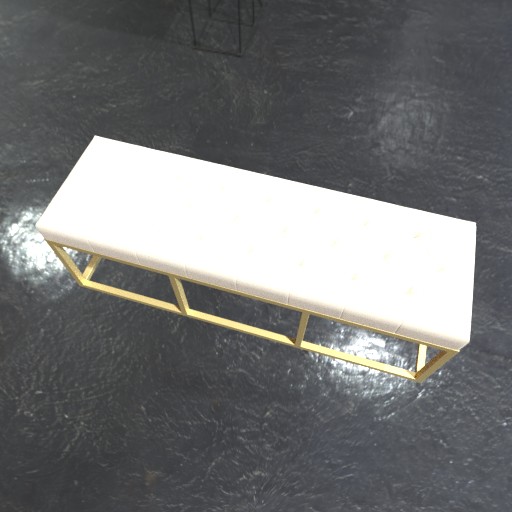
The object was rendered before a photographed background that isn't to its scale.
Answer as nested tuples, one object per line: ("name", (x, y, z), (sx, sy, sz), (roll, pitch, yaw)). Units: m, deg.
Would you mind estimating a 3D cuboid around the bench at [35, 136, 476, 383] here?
("bench", (0.000, 0.000, 1.726), (1.473, 0.484, 0.457), (14, 61, 8))
